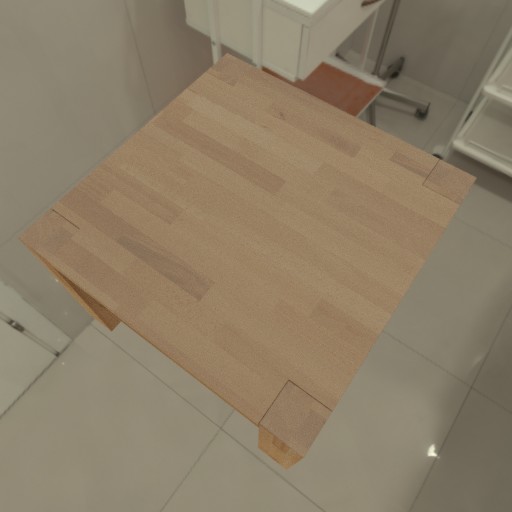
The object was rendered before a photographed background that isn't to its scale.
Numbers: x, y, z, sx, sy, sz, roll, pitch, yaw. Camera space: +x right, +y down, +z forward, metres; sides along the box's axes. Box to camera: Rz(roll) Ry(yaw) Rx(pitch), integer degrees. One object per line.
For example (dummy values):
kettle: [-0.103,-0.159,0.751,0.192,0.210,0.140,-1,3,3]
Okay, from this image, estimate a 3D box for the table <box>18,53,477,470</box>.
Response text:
table: [0.000,0.000,1.143,0.700,0.451,0.700,33,67,16]
